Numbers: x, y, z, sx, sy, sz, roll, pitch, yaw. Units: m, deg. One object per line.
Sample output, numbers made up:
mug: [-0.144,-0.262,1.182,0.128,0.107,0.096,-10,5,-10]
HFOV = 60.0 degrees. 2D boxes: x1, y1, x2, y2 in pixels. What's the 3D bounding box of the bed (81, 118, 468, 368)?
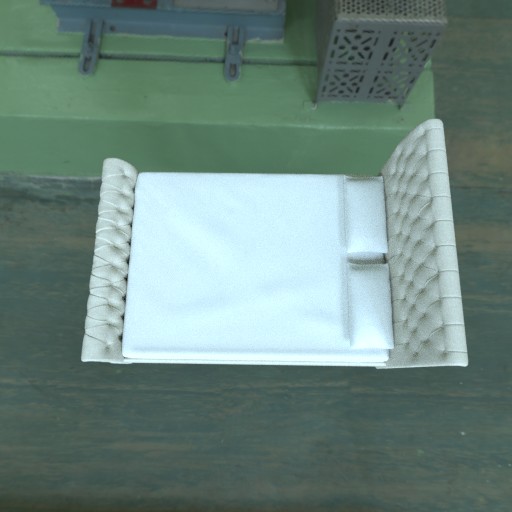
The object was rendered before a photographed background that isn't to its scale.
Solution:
bed: [0.000,0.000,3.355,2.493,1.268,1.606,1,75,0]
